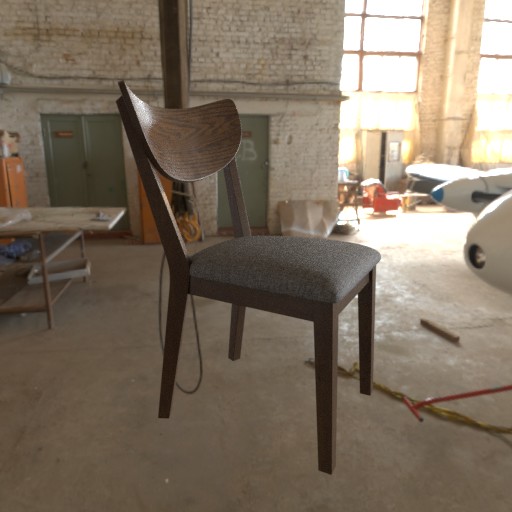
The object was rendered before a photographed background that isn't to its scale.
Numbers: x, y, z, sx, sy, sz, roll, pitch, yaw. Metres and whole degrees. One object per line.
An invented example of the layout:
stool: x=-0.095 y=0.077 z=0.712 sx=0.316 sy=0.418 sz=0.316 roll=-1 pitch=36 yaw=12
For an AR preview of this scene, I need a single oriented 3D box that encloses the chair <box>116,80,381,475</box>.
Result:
chair: x=0.000 y=0.000 z=1.179 sx=0.583 sy=0.849 sz=0.491 roll=7 pitch=16 yaw=27
